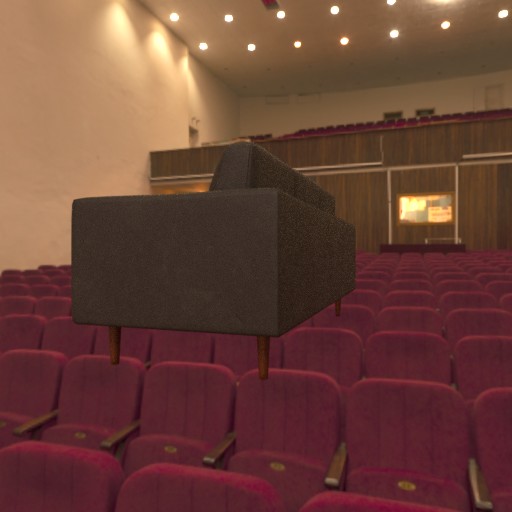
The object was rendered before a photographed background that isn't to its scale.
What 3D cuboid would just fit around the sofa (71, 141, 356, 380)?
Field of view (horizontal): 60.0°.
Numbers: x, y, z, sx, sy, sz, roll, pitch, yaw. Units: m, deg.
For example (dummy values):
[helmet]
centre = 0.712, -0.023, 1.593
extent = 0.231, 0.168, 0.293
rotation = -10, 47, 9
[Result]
[sofa]
centre = 0.000, 0.000, 2.534
extent = 0.879, 0.899, 2.029
rotation = 0, 0, 20
